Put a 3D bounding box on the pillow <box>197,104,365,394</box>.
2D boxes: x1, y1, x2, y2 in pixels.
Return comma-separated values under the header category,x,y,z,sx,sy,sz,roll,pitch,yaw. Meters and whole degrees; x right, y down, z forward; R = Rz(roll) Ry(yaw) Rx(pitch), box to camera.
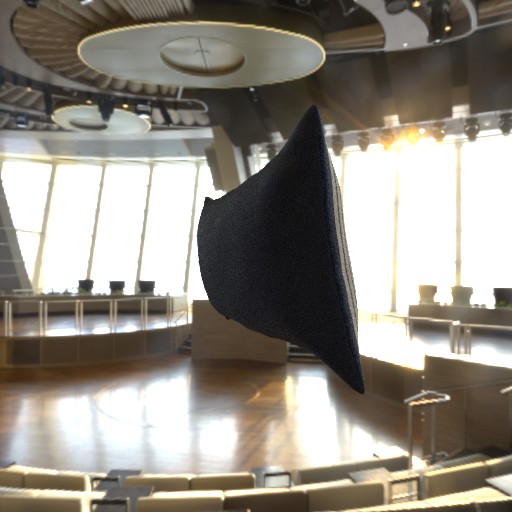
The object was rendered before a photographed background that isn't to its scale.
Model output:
category,x,y,z,sx,sy,sz,roll,pitch,yaw
pillow,0.000,0.000,0.737,0.156,0.292,0.608,0,-1,-17
